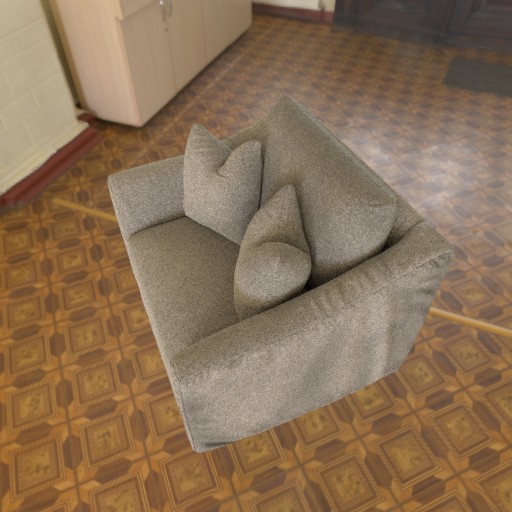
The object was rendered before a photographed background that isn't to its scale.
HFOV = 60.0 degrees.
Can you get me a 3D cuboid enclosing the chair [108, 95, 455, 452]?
[{"bbox_3d":[0.000,0.000,2.044,1.071,1.059,1.194,-18,49,-16],"label":"chair"}]
